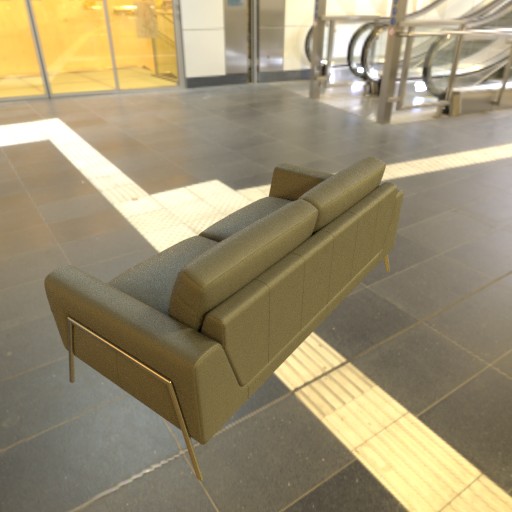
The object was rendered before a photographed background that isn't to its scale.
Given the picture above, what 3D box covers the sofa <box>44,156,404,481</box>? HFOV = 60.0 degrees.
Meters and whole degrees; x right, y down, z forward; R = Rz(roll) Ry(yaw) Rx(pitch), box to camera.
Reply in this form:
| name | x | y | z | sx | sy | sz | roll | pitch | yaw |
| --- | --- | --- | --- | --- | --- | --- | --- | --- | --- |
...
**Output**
| name | x | y | z | sx | sy | sz | roll | pitch | yaw |
| --- | --- | --- | --- | --- | --- | --- | --- | --- | --- |
| sofa | 0.000 | 0.000 | 2.540 | 0.953 | 0.875 | 2.017 | 21 | 36 | 31 |
